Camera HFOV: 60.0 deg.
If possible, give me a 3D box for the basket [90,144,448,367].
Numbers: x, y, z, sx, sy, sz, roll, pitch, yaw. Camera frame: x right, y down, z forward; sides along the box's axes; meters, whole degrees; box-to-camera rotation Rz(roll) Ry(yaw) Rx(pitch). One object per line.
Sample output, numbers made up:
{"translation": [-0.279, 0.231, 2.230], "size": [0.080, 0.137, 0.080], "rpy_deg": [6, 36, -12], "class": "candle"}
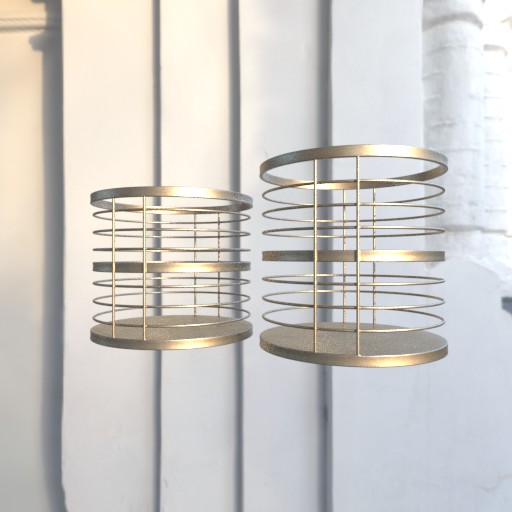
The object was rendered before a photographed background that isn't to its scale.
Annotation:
{"translation": [0.000, 0.000, 0.936], "size": [0.746, 0.351, 0.356], "rpy_deg": [0, 0, 19], "class": "basket"}
